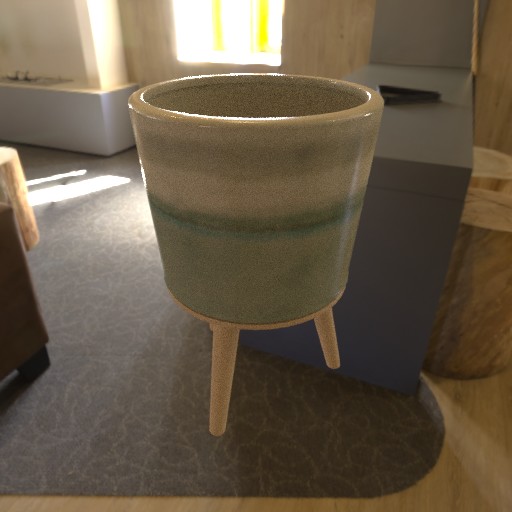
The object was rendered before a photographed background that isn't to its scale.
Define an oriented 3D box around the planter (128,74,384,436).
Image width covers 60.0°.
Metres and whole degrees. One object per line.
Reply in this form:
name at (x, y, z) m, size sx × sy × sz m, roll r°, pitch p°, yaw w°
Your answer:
planter at (0.000, 0.000, 0.571) m, size 0.265 × 0.404 × 0.265 m, roll 21°, pitch 37°, yaw 32°
